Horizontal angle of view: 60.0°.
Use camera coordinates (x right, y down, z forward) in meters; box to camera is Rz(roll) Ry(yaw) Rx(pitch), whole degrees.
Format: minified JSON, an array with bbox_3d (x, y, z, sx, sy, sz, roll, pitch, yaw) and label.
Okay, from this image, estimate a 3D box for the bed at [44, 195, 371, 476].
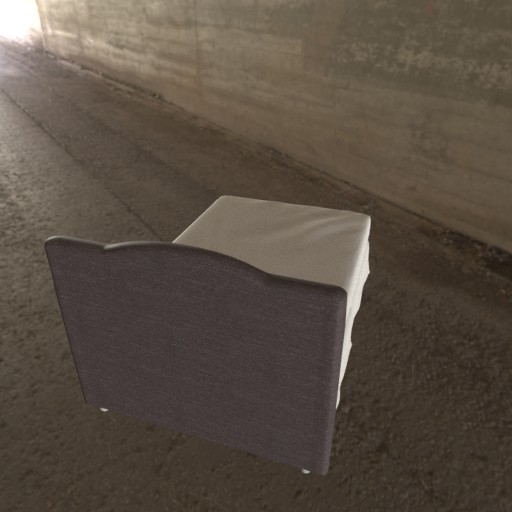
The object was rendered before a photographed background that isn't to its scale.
[{"bbox_3d":[0.000,0.000,3.557,1.741,1.441,2.507,10,32,16],"label":"bed"}]
